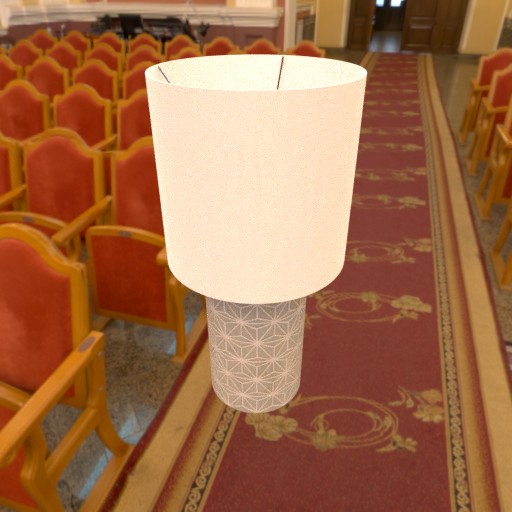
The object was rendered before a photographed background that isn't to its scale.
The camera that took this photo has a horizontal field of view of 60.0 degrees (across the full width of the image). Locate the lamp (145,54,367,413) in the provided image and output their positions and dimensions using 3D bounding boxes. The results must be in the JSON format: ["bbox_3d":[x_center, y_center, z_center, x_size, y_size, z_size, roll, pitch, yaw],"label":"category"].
[{"bbox_3d":[0.000,0.000,0.529,0.206,0.416,0.206,9,32,14],"label":"lamp"}]
